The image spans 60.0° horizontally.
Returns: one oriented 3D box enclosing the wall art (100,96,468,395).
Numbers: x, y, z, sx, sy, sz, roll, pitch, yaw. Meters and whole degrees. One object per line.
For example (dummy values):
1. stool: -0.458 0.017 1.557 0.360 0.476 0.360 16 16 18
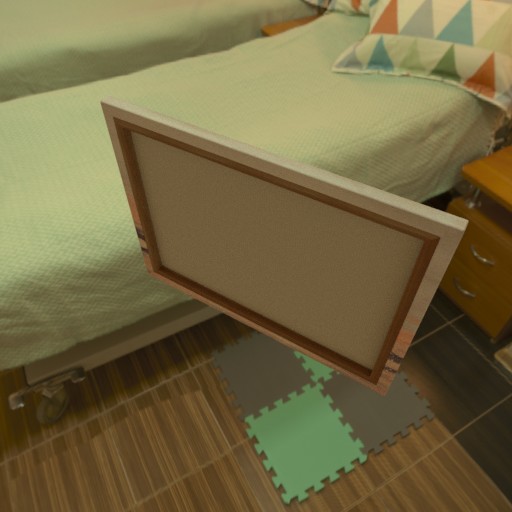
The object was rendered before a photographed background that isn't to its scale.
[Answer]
1. wall art: 0.000 0.000 1.369 1.015 0.763 0.038 24 52 21
